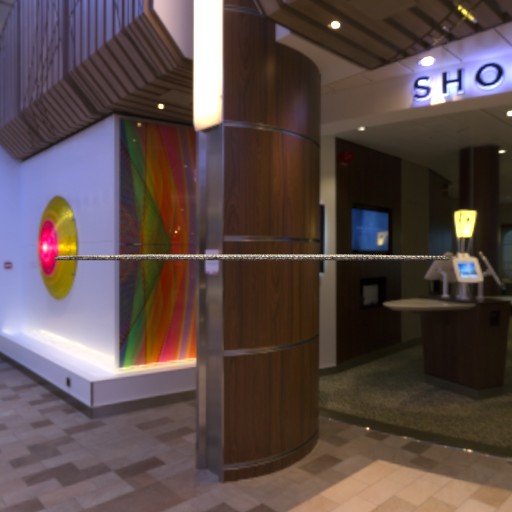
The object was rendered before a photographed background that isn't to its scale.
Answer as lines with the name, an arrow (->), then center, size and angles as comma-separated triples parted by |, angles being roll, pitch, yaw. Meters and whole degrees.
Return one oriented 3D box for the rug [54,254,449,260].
rug -> 0.000, 0.000, 2.933 | 1.538, 0.021, 2.443 | 0, 0, 1
